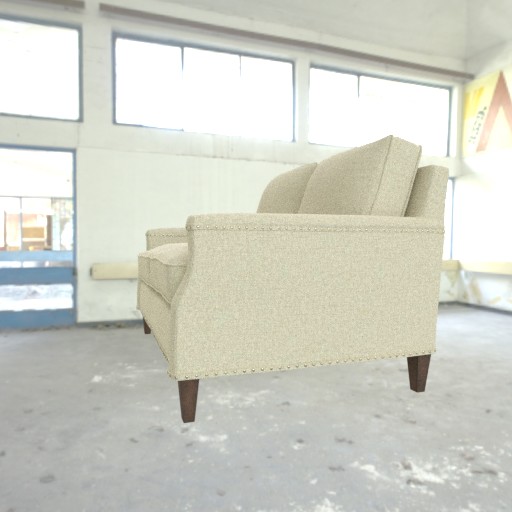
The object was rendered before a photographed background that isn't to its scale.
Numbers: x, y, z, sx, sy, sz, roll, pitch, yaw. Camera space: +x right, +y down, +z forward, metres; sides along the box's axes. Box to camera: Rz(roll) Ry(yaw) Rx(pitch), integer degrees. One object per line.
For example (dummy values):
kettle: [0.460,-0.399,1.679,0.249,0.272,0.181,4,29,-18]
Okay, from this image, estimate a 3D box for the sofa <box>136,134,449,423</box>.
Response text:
sofa: [0.000,0.000,2.242,1.084,1.003,1.597,-1,2,-19]
